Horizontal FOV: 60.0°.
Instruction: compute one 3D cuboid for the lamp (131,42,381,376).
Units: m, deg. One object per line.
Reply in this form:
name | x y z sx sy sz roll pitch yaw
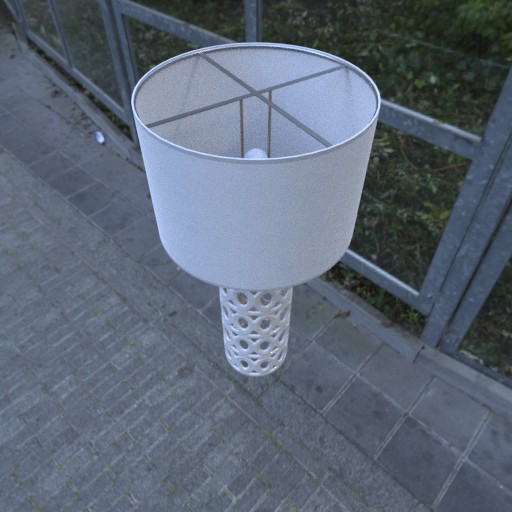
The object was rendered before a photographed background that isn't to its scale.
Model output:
lamp | 0.000 0.000 0.818 0.325 0.636 0.324 -25 51 -22
